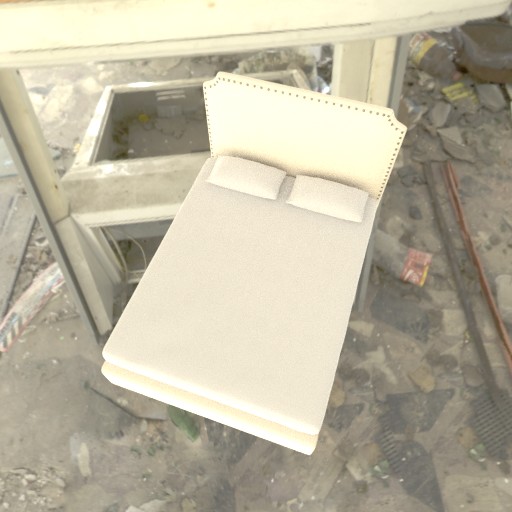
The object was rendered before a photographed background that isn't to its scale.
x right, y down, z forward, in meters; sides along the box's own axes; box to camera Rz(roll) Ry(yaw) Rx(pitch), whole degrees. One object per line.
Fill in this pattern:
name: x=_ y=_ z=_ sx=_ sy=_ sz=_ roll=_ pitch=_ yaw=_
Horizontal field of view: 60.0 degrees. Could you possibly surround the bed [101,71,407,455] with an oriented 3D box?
bed: x=0.000 y=0.000 z=3.546 sx=1.712 sy=1.497 sz=2.372 roll=16 pitch=59 yaw=10
